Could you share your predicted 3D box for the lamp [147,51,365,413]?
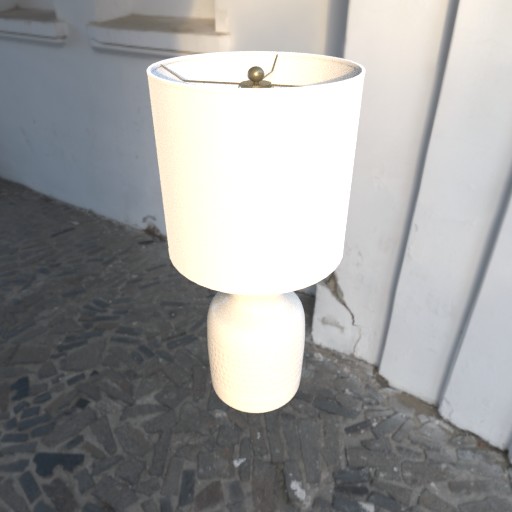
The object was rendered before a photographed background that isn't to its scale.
[{"bbox_3d":[0.000,0.000,0.492,0.188,0.392,0.188,-22,38,-31],"label":"lamp"}]
